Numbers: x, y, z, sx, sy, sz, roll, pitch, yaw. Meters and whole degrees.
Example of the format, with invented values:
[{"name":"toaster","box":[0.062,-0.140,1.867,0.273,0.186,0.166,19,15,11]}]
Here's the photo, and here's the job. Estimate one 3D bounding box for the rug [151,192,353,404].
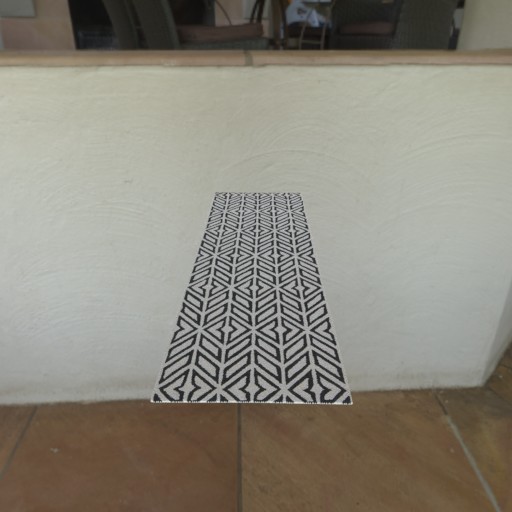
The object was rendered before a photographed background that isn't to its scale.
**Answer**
[{"name":"rug","box":[0.000,0.000,2.726,0.750,0.009,2.435,0,26,1]}]
